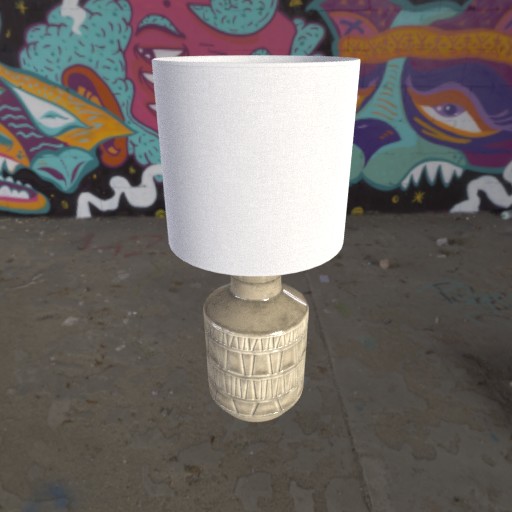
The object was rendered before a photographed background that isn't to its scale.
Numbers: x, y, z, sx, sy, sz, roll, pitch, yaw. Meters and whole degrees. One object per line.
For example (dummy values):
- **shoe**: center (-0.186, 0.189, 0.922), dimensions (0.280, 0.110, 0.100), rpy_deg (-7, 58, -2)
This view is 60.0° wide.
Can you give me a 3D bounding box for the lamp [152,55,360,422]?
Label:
- **lamp**: center (0.000, 0.000, 0.558), dimensions (0.211, 0.455, 0.211), rpy_deg (8, 27, 16)
